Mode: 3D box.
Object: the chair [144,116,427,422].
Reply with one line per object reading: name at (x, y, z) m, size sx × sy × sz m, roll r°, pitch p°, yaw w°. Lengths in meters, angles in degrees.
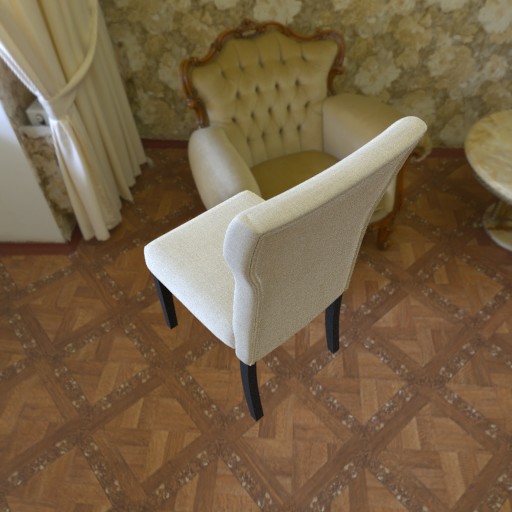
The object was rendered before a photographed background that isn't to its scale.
chair at (0.000, 0.000, 1.304) m, size 0.509 × 0.921 × 0.597 m, roll -33°, pitch 55°, yaw -27°
